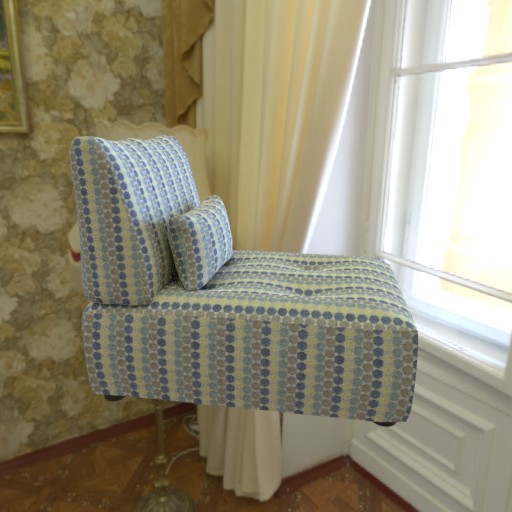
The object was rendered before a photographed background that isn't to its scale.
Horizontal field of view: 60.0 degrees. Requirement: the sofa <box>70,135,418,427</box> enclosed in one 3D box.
[{"bbox_3d":[0.000,0.000,1.557,1.000,0.820,0.700,3,16,9],"label":"sofa"}]
